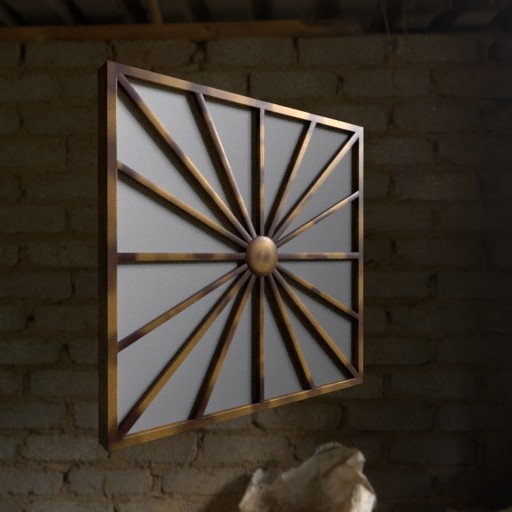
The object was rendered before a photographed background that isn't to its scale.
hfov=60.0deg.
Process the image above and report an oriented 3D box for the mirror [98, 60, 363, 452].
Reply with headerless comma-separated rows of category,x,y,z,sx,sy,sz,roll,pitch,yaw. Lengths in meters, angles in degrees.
mirror,0.000,0.000,0.739,0.509,0.507,0.042,0,0,-37
